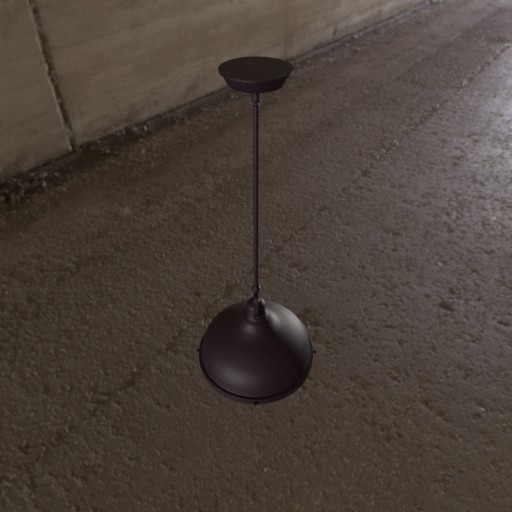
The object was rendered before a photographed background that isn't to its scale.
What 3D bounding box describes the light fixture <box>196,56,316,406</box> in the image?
[{"bbox_3d":[0.000,0.000,1.036,0.341,0.849,0.341,0,40,0],"label":"light fixture"}]
